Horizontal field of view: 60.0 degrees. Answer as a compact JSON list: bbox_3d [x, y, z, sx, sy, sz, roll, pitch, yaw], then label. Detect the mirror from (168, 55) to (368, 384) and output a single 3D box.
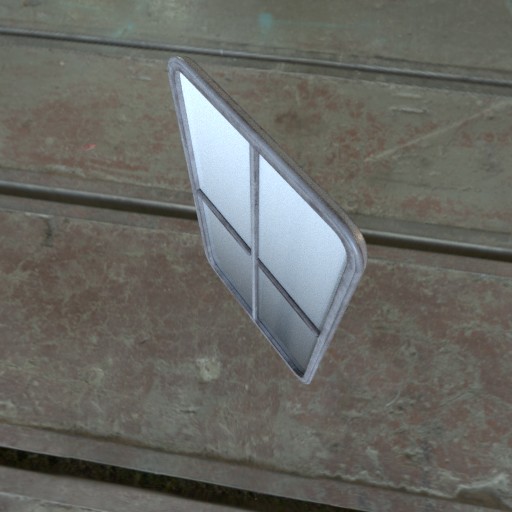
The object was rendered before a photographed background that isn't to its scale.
[{"bbox_3d":[0.000,0.000,0.906,0.024,0.713,0.461,-33,66,-17],"label":"mirror"}]
